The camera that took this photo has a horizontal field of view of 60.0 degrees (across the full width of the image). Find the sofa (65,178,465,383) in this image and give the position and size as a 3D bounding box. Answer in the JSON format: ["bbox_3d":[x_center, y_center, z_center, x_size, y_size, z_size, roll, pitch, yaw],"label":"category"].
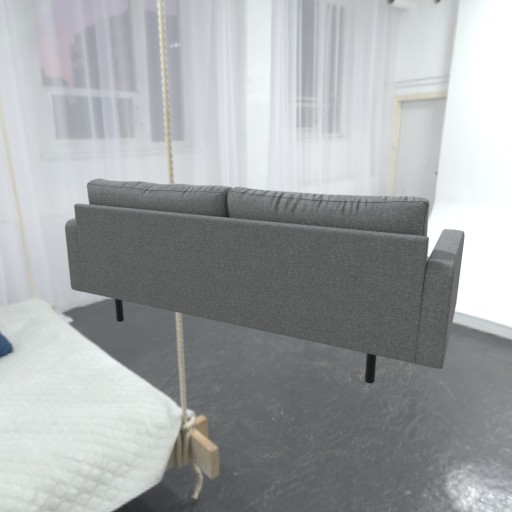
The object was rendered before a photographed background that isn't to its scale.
[{"bbox_3d":[0.000,0.000,2.643,2.200,0.880,0.880,8,17,26],"label":"sofa"}]
